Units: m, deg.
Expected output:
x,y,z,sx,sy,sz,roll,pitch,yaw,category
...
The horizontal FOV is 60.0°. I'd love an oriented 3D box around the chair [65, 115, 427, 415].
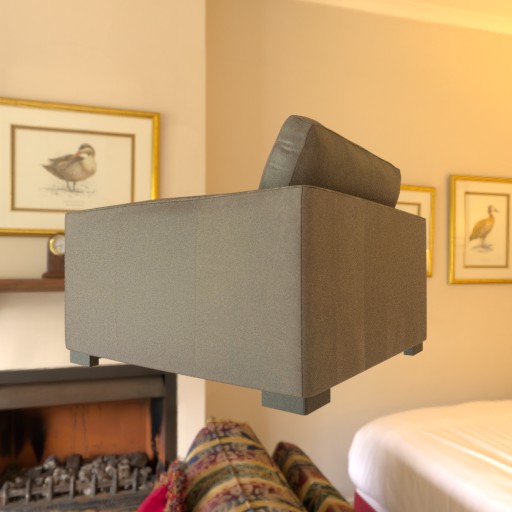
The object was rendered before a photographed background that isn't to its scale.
x,y,z,sx,sy,sz,roll,pitch,yaw,category
0.000,0.000,1.803,1.080,0.807,1.106,-1,-1,36,chair
